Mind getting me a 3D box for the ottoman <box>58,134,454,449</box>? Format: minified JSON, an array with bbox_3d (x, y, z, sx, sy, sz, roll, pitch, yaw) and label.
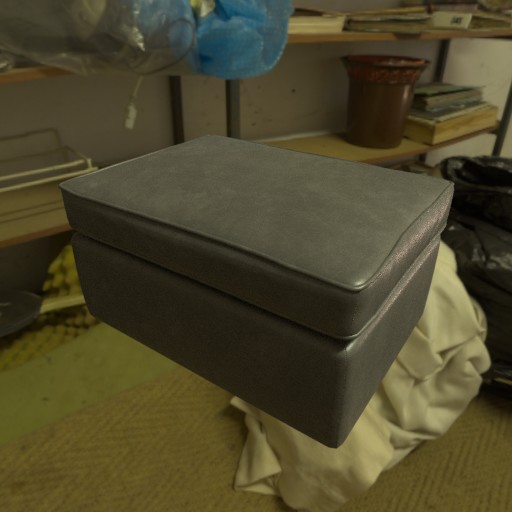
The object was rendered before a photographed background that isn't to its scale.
[{"bbox_3d":[0.000,0.000,1.098,0.756,0.445,0.554,19,35,30],"label":"ottoman"}]
